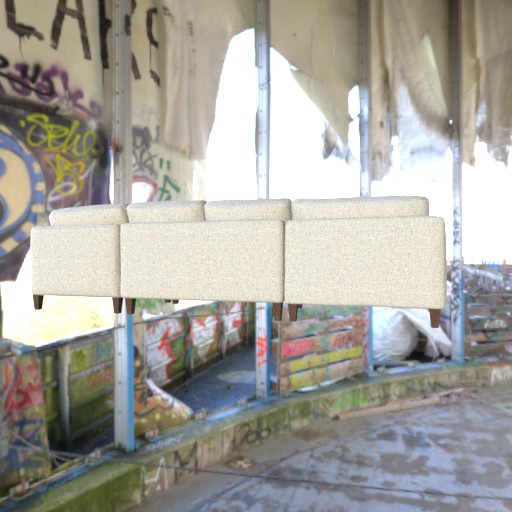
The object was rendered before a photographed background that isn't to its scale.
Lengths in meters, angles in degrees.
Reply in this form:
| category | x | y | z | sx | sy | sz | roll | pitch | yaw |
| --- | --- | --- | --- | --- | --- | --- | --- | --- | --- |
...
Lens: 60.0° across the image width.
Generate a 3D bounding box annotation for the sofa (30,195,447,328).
| category | x | y | z | sx | sy | sz | roll | pitch | yaw |
| --- | --- | --- | --- | --- | --- | --- | --- | --- | --- |
| sofa | 0.000 | 0.000 | 4.651 | 3.460 | 0.959 | 2.593 | 0 | 0 | 17 |
